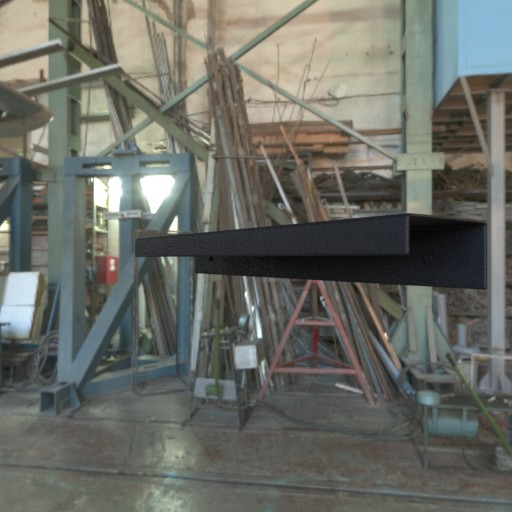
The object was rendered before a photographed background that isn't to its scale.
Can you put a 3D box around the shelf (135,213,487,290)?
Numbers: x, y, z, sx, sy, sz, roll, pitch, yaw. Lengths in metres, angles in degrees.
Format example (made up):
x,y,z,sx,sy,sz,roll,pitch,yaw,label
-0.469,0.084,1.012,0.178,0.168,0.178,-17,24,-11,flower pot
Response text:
x,y,z,sx,sy,sz,roll,pitch,yaw,label
0.000,0.000,0.490,0.102,0.053,0.456,0,0,-36,shelf
